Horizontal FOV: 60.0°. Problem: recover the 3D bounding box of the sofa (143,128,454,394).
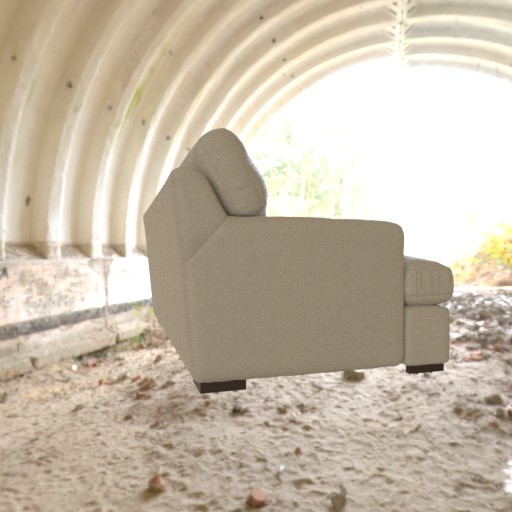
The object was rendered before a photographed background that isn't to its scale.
[{"bbox_3d":[0.000,0.000,2.491,1.143,0.940,1.880,0,0,-17],"label":"sofa"}]
